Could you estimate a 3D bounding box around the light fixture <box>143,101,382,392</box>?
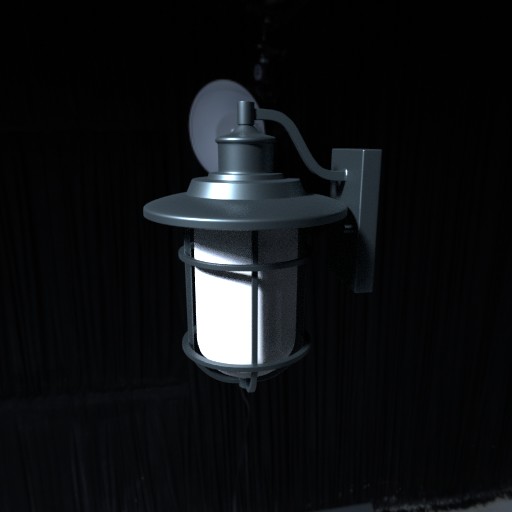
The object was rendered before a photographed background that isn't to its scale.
[{"bbox_3d":[0.000,0.000,0.524,0.252,0.345,0.222,-2,14,-8],"label":"light fixture"}]
